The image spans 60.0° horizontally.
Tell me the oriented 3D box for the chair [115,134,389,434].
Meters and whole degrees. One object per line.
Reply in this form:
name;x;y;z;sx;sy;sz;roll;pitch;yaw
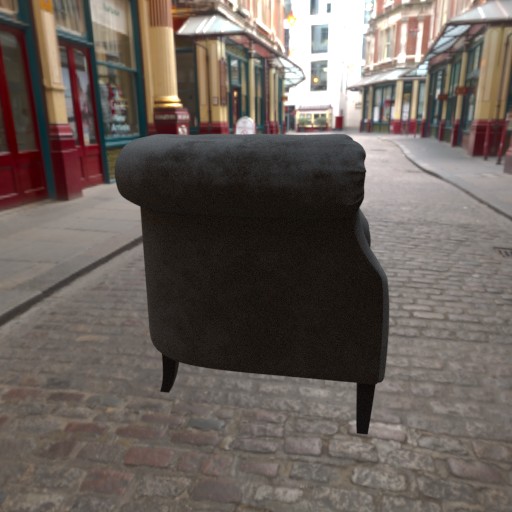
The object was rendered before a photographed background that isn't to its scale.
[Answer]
chair;0.000;0.000;1.563;0.851;0.826;0.904;3;17;9
